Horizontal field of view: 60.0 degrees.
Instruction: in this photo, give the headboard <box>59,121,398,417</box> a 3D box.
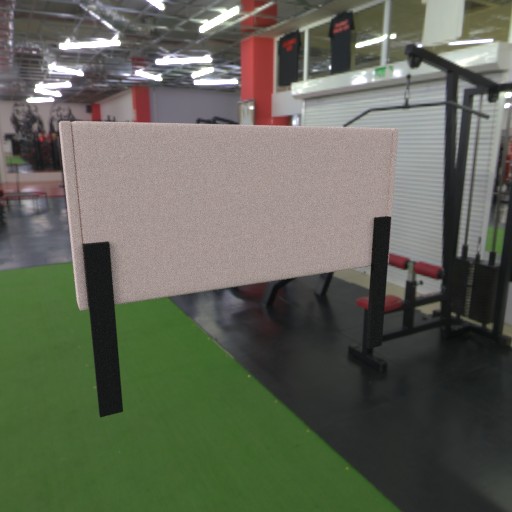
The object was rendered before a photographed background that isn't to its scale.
[{"bbox_3d":[0.000,0.000,2.697,2.051,1.524,0.184,-7,16,-26],"label":"headboard"}]
